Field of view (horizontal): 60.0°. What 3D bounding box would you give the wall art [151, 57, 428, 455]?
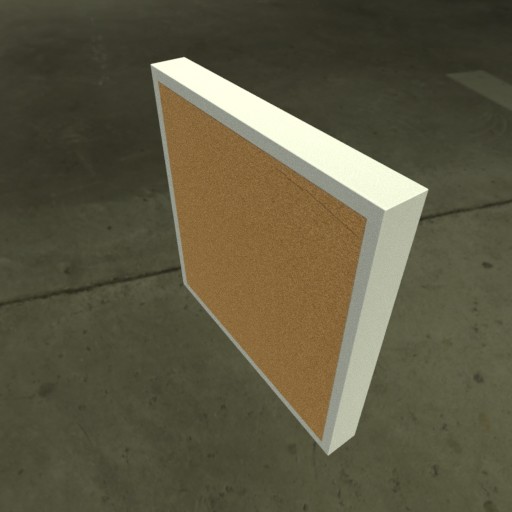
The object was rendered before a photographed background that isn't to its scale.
[{"bbox_3d":[0.000,0.000,0.452,0.038,0.305,0.305,-25,47,-26],"label":"wall art"}]
